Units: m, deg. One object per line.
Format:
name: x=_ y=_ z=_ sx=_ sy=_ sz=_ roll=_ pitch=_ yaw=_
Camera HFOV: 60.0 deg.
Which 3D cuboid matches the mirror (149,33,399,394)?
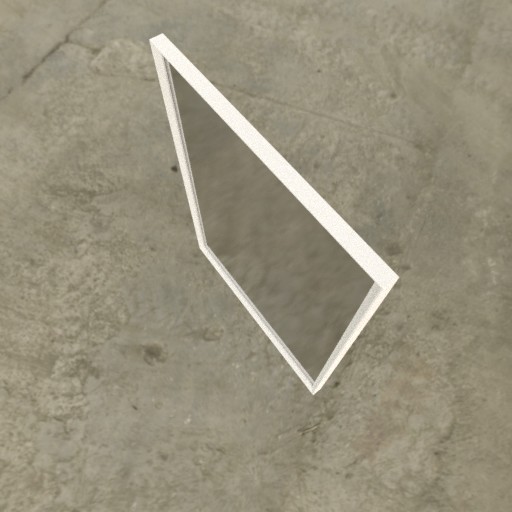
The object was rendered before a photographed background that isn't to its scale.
mirror: x=0.000 y=0.000 z=1.327 sx=0.041 sy=1.016 sz=0.762 roll=-33 pitch=68 yaw=-16
